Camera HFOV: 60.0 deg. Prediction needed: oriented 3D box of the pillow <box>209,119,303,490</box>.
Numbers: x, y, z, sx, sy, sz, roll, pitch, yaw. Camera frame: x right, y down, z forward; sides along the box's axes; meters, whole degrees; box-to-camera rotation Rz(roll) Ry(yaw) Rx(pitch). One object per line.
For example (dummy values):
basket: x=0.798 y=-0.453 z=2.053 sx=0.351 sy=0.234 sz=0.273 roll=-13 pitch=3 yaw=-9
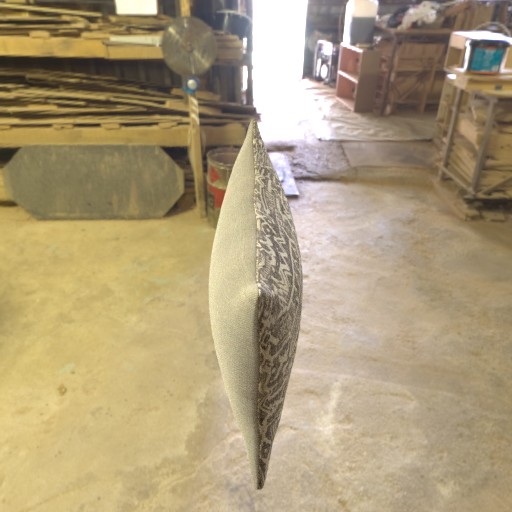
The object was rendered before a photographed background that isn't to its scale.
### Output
pillow: x=0.000 y=0.000 z=0.736 sx=0.148 sy=0.290 sz=0.631 roll=0 pitch=32 yaw=-1
